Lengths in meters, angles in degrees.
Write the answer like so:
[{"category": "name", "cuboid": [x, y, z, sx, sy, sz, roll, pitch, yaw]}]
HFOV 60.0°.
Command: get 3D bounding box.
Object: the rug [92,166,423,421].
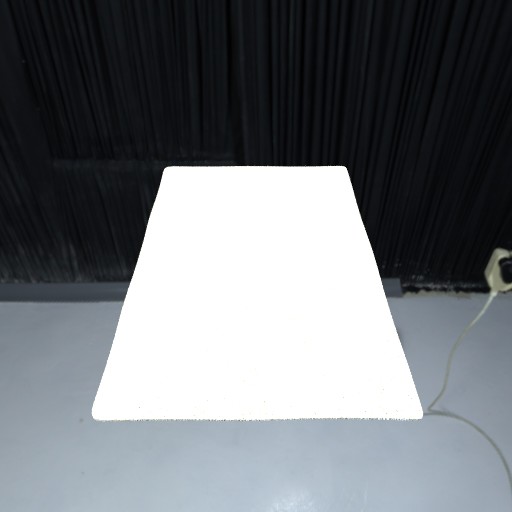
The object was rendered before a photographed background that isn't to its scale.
[{"category": "rug", "cuboid": [0.000, 0.000, 3.397, 1.798, 0.025, 2.698, 0, 41, 0]}]
